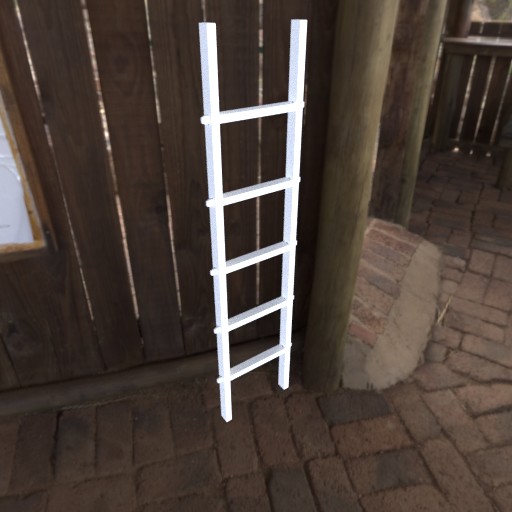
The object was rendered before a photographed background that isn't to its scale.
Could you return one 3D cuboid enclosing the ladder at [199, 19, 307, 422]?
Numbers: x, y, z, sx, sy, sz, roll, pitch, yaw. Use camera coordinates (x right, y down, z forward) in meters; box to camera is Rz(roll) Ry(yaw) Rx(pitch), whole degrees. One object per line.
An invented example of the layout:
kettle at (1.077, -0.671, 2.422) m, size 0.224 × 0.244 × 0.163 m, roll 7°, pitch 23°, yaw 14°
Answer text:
ladder at (0.000, 0.000, 1.918) m, size 0.452 × 1.797 × 0.051 m, roll -20°, pitch 36°, yaw -30°
